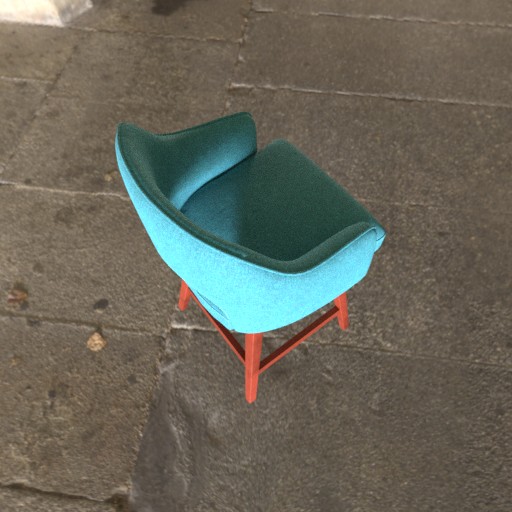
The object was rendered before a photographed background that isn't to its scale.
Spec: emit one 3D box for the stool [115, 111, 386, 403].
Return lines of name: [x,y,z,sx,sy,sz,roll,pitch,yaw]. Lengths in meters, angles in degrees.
stool: [0.000,0.000,1.313,0.556,0.961,0.548,-33,64,-19]
